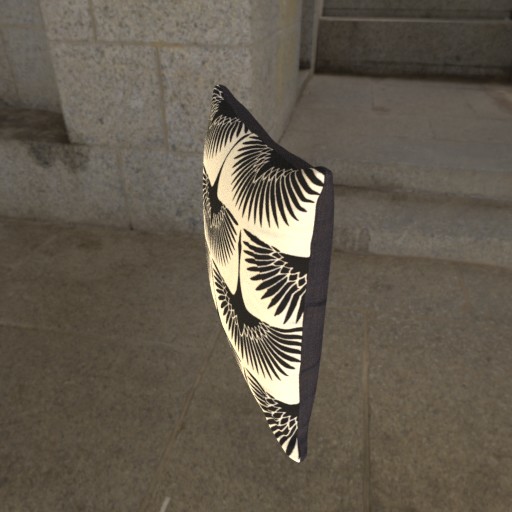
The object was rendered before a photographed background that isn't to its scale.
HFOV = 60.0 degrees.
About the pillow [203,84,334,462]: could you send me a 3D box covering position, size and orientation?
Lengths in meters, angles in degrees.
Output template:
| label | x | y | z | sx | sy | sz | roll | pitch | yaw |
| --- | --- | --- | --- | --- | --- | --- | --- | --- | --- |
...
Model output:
| label | x | y | z | sx | sy | sz | roll | pitch | yaw |
| --- | --- | --- | --- | --- | --- | --- | --- | --- | --- |
| pillow | 0.000 | 0.000 | 0.686 | 0.139 | 0.432 | 0.432 | -9 | 33 | -15 |
